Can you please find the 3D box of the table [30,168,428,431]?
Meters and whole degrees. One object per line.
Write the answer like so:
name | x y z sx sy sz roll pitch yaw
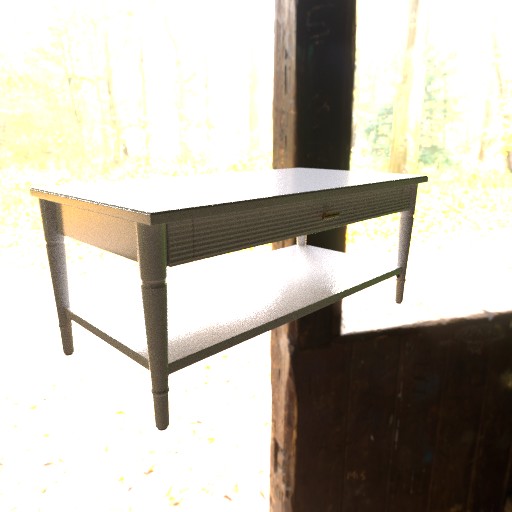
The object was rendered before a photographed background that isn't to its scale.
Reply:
table | 0.000 0.000 1.356 0.559 0.457 1.067 14 21 43
